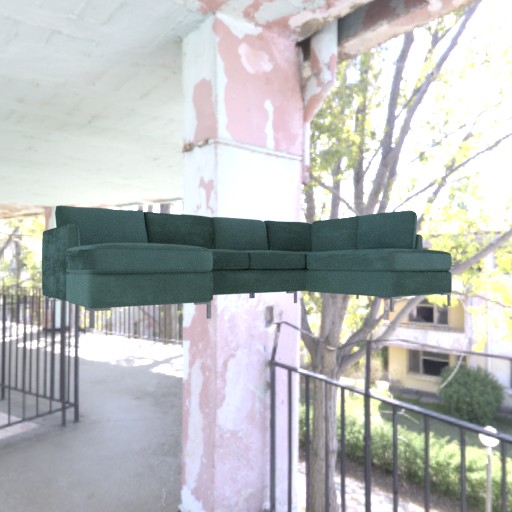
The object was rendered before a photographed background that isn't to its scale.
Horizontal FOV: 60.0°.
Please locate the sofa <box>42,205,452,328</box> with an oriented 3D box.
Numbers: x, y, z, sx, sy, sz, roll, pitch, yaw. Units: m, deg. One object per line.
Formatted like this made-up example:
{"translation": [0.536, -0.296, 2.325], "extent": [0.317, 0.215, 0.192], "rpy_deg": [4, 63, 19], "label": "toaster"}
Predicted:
{"translation": [0.000, 0.000, 4.265], "extent": [3.434, 0.992, 2.055], "rpy_deg": [1, -1, -36], "label": "sofa"}
